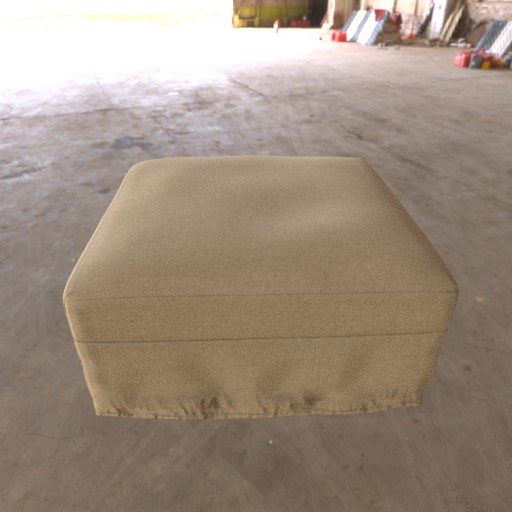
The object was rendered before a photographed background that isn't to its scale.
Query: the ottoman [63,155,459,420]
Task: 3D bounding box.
[{"bbox_3d":[0.000,0.000,1.326,0.840,0.436,0.843,-1,31,-2],"label":"ottoman"}]
